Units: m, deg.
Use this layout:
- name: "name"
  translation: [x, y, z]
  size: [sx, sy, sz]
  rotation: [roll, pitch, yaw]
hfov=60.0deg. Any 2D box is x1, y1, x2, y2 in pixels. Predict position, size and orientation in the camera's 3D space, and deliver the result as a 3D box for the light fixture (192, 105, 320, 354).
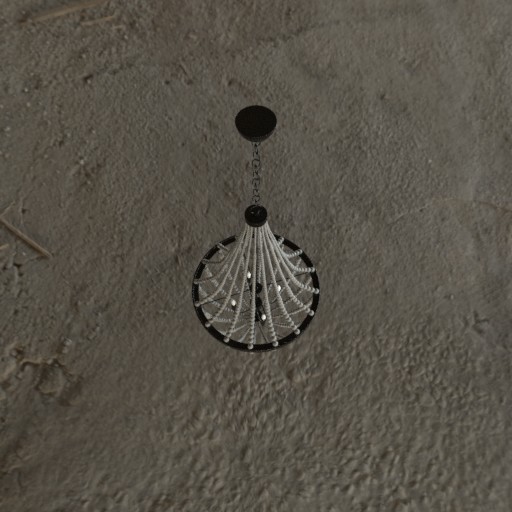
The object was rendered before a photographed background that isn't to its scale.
- name: "light fixture"
  translation: [0.000, 0.000, 1.330]
  size: [0.450, 1.133, 0.450]
  rotation: [0, 64, 0]
